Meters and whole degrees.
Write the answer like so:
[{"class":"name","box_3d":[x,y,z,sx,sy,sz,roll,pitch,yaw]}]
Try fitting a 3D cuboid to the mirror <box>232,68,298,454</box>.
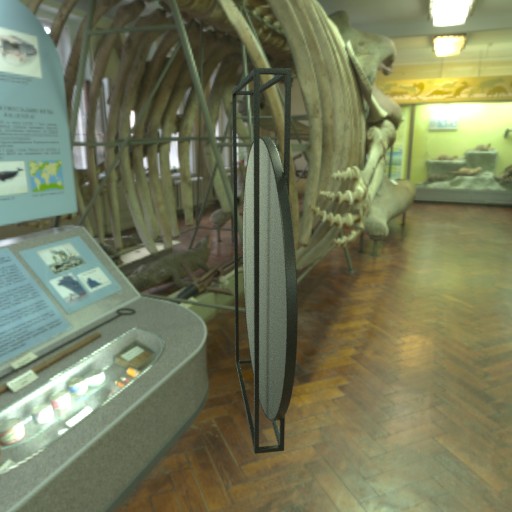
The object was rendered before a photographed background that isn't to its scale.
[{"class":"mirror","box_3d":[0.000,0.000,0.820,0.051,0.603,0.508,-2,15,-8]}]
